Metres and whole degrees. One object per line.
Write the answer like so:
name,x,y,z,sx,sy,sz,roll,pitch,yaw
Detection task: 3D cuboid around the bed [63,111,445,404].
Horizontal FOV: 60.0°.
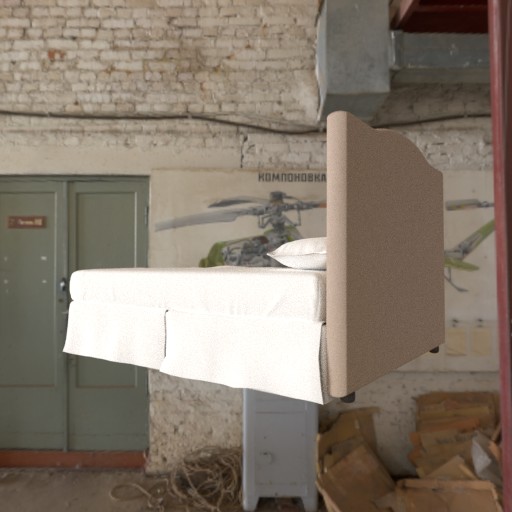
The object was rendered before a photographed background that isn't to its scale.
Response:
bed,0.000,0.000,3.348,2.282,1.436,1.821,-1,-2,37
